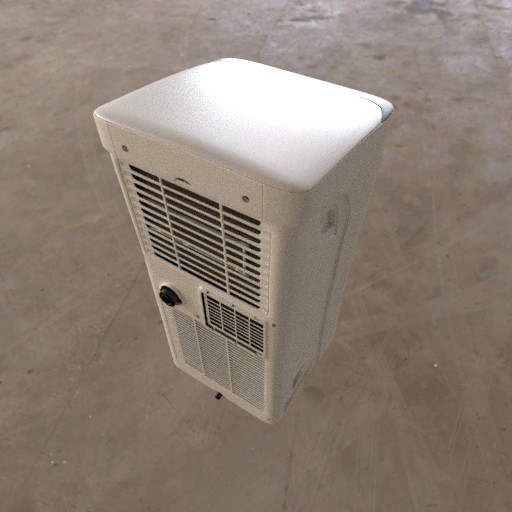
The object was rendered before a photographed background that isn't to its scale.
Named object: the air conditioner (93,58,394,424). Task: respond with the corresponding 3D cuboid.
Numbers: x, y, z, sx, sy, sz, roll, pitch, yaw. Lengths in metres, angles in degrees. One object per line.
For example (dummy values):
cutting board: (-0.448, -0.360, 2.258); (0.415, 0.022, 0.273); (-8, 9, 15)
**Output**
air conditioner: (0.000, 0.000, 0.912); (0.352, 0.716, 0.369); (25, 52, 22)
